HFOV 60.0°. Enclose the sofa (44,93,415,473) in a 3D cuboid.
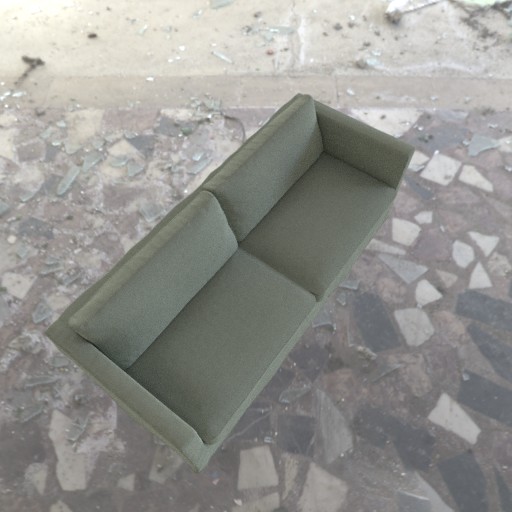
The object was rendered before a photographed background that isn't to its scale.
[{"bbox_3d":[0.000,0.000,2.770,0.962,0.853,2.312,32,63,18],"label":"sofa"}]
